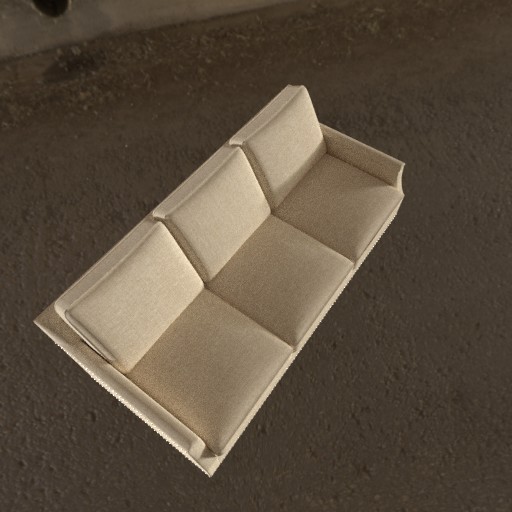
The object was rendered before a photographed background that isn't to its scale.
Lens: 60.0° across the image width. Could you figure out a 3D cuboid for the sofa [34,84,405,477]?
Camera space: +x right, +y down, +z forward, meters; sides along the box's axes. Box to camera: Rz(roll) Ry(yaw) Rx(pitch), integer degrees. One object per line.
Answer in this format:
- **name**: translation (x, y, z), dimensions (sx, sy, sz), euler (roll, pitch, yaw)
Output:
- **sofa**: translation (0.000, 0.000, 2.720), dimensions (1.041, 0.940, 2.210), euler (32, 63, 18)
